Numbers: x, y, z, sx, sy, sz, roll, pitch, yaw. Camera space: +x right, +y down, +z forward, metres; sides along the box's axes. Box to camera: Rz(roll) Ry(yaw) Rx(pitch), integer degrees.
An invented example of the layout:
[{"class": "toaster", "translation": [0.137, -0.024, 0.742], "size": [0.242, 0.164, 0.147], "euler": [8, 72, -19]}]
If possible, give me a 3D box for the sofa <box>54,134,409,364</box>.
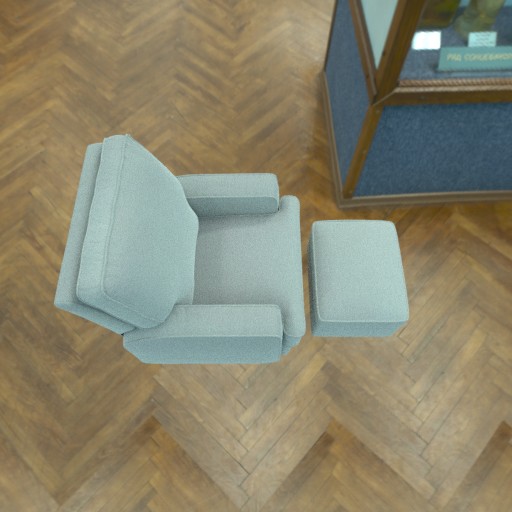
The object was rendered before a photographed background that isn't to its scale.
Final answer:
[{"class": "sofa", "translation": [0.000, 0.000, 2.090], "size": [1.472, 0.959, 0.861], "euler": [0, 64, 0]}]
